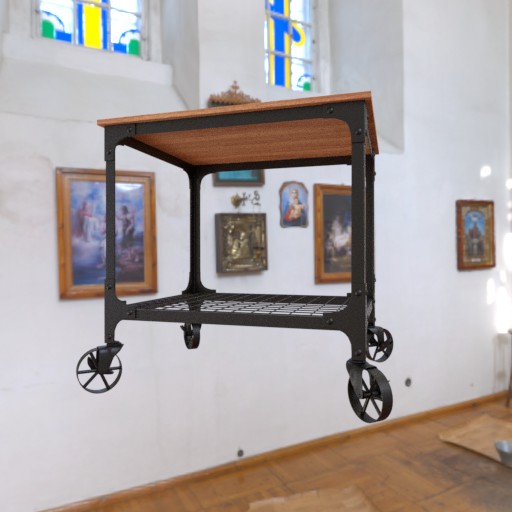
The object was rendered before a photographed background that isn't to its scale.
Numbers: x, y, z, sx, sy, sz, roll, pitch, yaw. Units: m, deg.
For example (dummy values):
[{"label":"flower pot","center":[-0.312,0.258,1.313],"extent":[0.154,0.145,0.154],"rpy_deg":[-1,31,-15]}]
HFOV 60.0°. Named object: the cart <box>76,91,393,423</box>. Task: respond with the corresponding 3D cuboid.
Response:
[{"label":"cart","center":[0.000,0.000,1.124],"extent":[0.666,0.603,0.558],"rpy_deg":[0,0,17]}]
